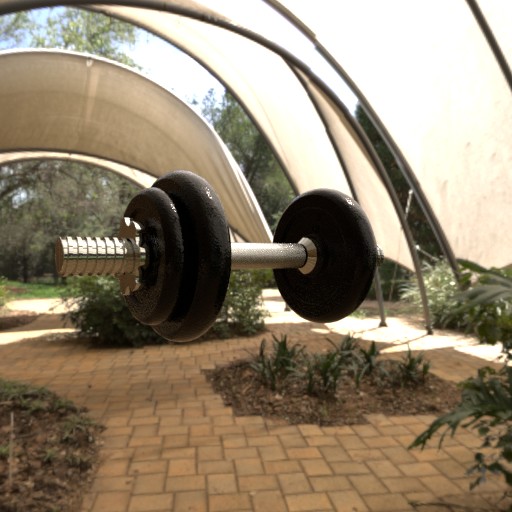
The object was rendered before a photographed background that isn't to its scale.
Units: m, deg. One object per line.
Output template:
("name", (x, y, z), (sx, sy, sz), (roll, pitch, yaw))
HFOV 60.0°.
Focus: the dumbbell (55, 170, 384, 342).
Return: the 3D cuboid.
("dumbbell", (0.000, 0.000, 0.597), (0.497, 0.202, 0.202), (0, 0, -36))
